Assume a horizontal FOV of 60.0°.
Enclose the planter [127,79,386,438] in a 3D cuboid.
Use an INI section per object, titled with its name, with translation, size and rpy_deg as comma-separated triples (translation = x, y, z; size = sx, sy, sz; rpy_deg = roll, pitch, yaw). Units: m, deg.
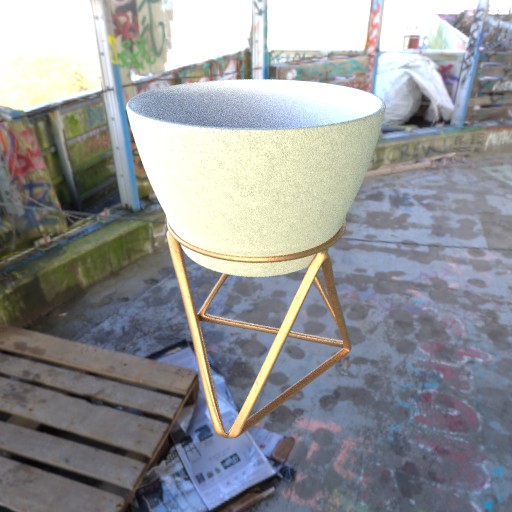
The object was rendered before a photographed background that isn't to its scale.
[planter]
translation = 0.000, 0.000, 0.739
size = 0.350, 0.504, 0.350
rpy_deg = 8, 31, 14
